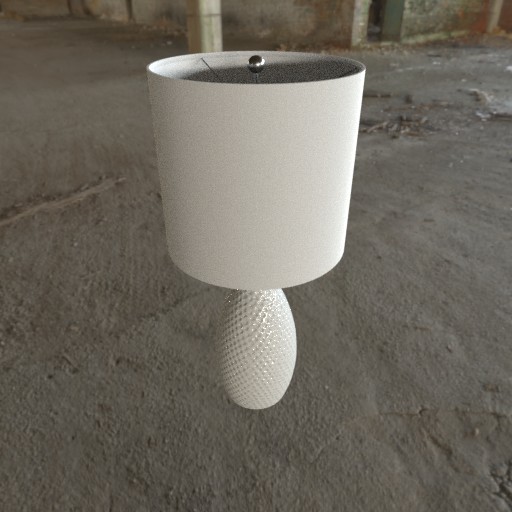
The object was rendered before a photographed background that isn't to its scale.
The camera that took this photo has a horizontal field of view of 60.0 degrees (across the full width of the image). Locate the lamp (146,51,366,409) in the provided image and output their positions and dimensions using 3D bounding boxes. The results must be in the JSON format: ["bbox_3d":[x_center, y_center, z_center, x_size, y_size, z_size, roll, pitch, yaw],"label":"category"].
[{"bbox_3d":[0.000,0.000,0.560,0.214,0.466,0.214,-21,37,-31],"label":"lamp"}]
